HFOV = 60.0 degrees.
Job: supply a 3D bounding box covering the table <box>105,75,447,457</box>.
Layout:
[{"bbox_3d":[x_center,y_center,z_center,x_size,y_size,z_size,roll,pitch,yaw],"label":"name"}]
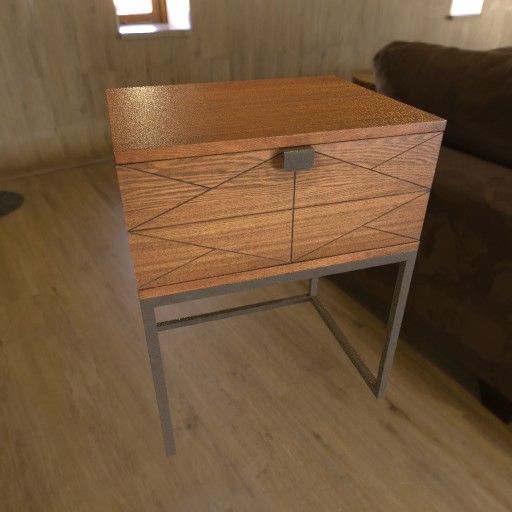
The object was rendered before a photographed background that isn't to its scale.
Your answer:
[{"bbox_3d":[0.000,0.000,0.913,0.482,0.610,0.400,-9,33,-15],"label":"table"}]
